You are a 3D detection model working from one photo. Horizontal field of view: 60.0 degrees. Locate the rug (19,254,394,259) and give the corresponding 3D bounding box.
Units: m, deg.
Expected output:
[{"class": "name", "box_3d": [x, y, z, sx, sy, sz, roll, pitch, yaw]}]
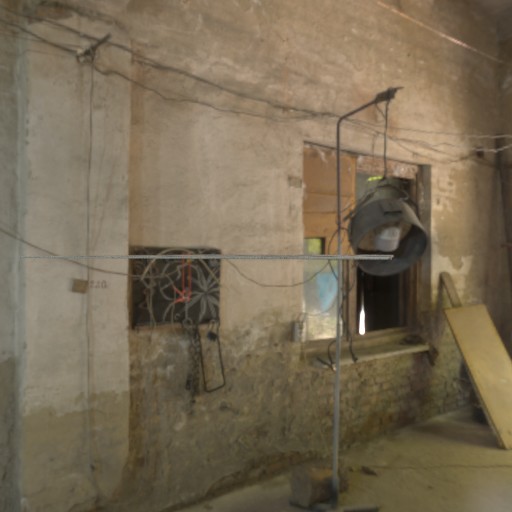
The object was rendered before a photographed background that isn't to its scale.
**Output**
[{"class": "rug", "box_3d": [0.000, 0.000, 4.133, 2.451, 0.011, 3.072, 0, 0, 18]}]
